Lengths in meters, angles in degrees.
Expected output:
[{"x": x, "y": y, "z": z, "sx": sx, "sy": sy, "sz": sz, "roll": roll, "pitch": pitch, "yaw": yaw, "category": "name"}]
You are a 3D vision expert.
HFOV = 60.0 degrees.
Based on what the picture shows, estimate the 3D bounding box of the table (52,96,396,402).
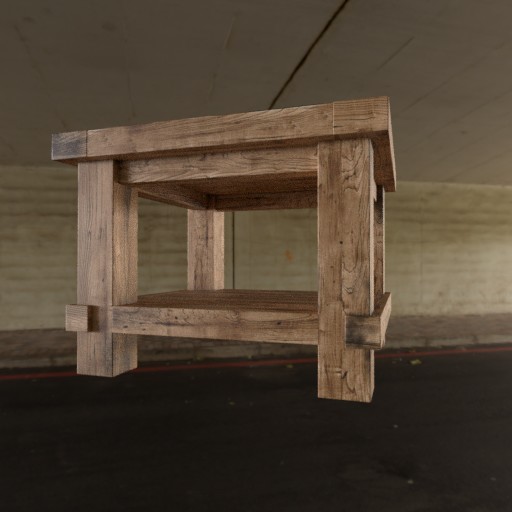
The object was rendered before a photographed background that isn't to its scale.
[{"x": 0.000, "y": 0.000, "z": 1.026, "sx": 0.610, "sy": 0.457, "sz": 0.610, "roll": 0, "pitch": -1, "yaw": 18, "category": "table"}]
